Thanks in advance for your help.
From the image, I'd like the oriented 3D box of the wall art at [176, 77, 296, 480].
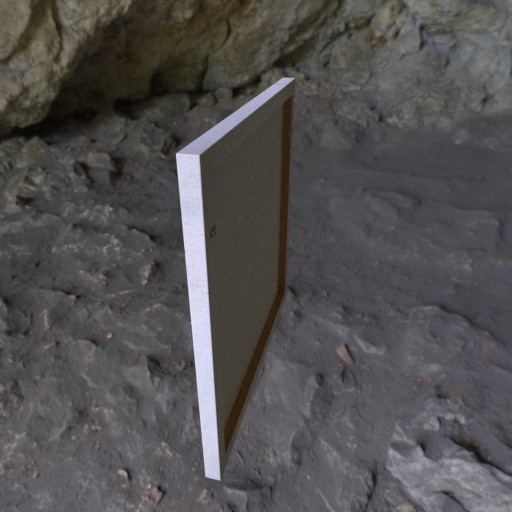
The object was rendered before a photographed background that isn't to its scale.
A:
[{"bbox_3d":[0.000,0.000,1.149,0.041,0.762,0.762,8,31,13],"label":"wall art"}]
